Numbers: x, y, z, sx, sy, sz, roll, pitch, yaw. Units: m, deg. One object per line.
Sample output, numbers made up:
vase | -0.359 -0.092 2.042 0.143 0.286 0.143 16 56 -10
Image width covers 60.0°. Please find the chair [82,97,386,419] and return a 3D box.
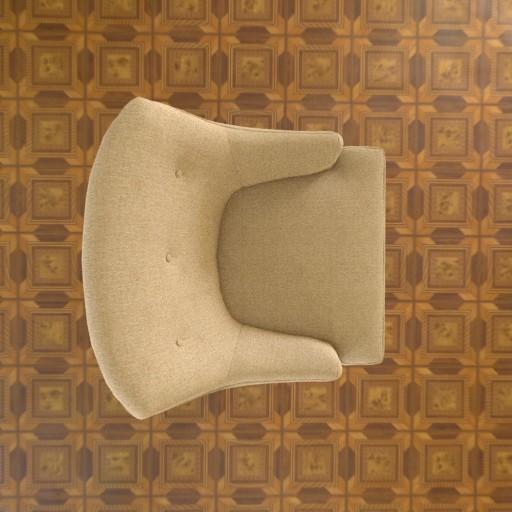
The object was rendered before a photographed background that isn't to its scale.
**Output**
chair | 0.000 0.000 1.547 0.923 0.856 0.864 0 91 -1
